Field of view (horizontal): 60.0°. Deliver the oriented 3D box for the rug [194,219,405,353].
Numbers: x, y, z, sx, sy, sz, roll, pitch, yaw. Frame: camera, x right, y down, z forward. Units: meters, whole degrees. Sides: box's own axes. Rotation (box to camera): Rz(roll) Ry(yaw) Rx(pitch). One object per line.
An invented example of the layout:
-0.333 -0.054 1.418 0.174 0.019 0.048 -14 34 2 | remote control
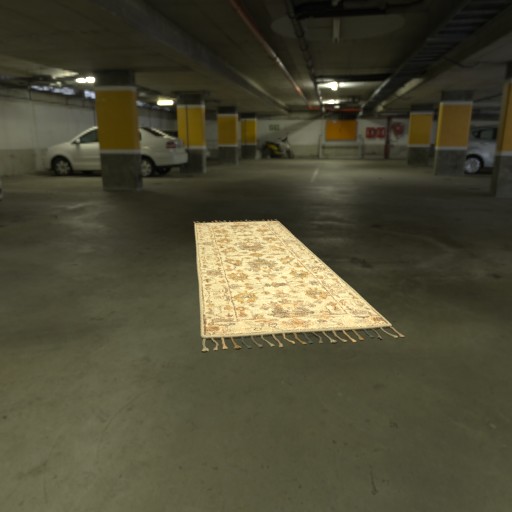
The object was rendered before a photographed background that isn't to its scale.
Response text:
0.000 0.000 2.690 0.729 0.021 2.438 -2 15 -8 | rug
